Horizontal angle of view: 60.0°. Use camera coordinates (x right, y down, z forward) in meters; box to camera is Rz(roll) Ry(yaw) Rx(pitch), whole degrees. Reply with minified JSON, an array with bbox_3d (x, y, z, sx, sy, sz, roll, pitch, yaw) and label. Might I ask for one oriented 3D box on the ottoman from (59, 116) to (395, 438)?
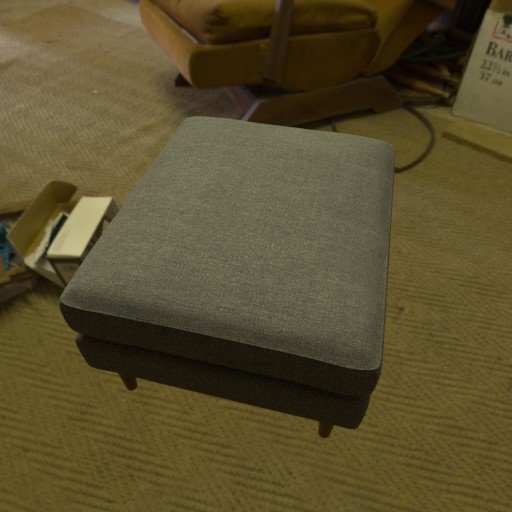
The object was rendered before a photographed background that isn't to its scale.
[{"bbox_3d":[0.000,0.000,1.276,0.693,0.474,0.821,10,47,10],"label":"ottoman"}]
